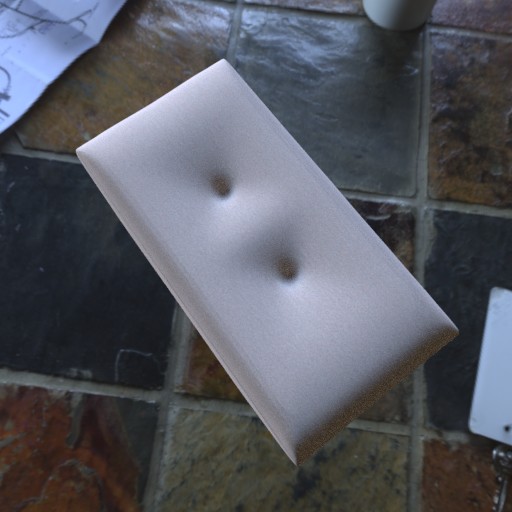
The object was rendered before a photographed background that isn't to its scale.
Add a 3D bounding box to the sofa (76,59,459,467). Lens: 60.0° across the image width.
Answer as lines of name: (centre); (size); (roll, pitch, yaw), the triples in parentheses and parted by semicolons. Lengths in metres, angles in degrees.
sofa: (0.000, 0.000, 1.209); (0.480, 0.470, 0.930); (-36, 77, -9)
